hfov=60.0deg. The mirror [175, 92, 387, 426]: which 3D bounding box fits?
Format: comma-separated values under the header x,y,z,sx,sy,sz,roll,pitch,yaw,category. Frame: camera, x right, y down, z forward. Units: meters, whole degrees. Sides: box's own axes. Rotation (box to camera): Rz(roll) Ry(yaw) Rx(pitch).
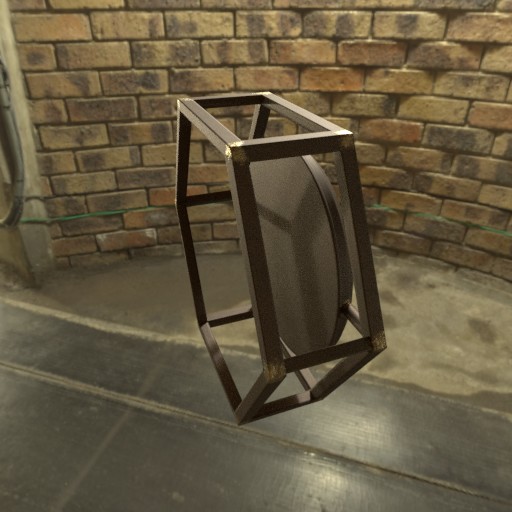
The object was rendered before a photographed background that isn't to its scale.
x,y,z,sx,sy,sz,roll,pitch,yaw,category
0.000,0.000,0.531,0.119,0.334,0.380,-11,33,-18,mirror
